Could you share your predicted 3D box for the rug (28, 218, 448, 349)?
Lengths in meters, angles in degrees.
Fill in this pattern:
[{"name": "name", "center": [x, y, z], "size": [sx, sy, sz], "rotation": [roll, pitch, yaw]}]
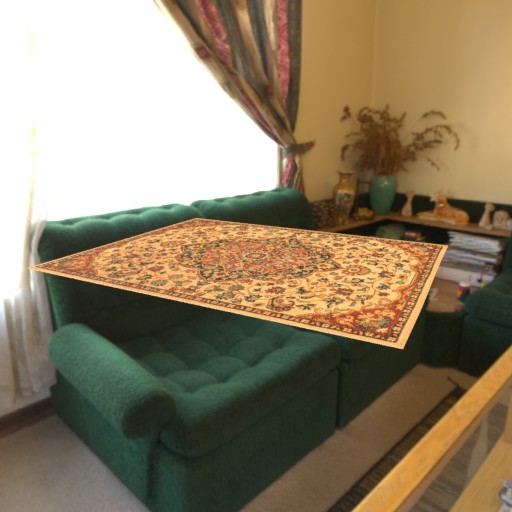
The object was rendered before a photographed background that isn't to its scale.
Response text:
[{"name": "rug", "center": [0.000, 0.000, 4.087], "size": [3.067, 0.005, 2.454], "rotation": [8, 18, 27]}]
